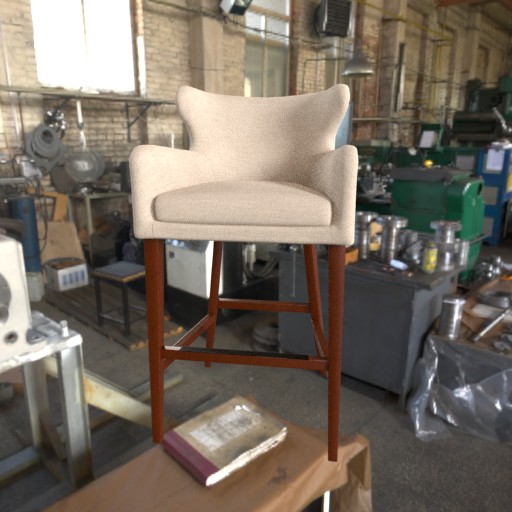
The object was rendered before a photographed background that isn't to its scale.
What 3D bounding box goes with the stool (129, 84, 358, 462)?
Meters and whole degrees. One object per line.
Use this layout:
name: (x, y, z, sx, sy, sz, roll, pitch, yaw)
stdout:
stool: (0.000, 0.000, 1.384, 0.556, 1.034, 0.563, 2, 15, 8)
